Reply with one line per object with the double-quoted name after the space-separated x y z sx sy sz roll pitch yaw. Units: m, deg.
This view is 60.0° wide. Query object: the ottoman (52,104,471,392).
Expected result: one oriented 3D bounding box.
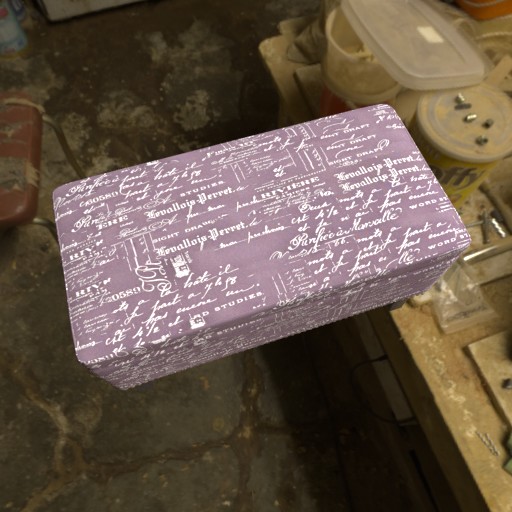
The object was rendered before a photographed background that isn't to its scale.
0.000 0.000 1.095 0.813 0.457 0.406 -16 66 -8 "ottoman"
